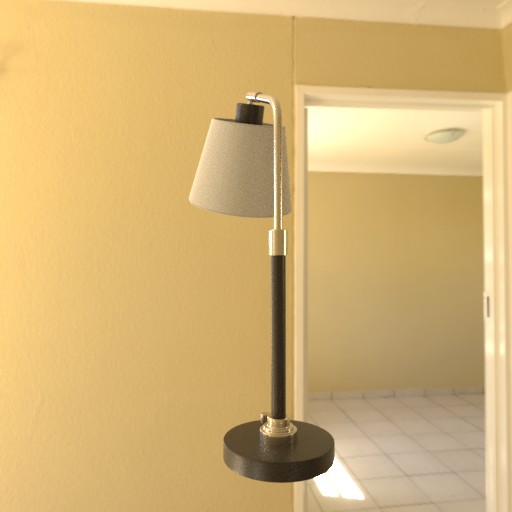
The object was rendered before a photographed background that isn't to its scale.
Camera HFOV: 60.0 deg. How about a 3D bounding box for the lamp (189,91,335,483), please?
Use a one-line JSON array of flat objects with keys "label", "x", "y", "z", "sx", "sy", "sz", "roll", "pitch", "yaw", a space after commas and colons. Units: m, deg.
[{"label": "lamp", "x": 0.000, "y": 0.000, "z": 0.693, "sx": 0.181, "sy": 0.539, "sz": 0.348, "roll": 0, "pitch": -1, "yaw": -18}]
